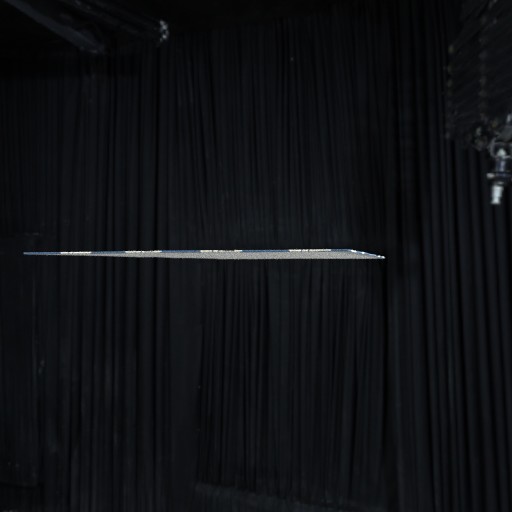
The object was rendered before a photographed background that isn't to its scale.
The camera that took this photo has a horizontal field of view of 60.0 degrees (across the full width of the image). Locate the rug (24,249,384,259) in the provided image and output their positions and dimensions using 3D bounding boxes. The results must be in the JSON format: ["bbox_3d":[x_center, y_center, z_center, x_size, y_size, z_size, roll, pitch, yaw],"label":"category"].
[{"bbox_3d":[0.000,0.000,2.205,1.153,0.010,1.755,0,-1,19],"label":"rug"}]
